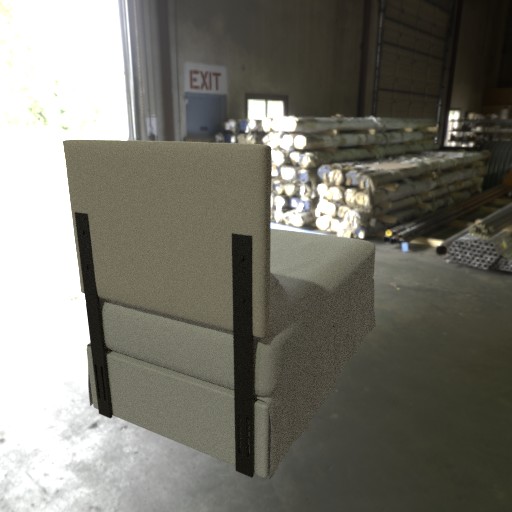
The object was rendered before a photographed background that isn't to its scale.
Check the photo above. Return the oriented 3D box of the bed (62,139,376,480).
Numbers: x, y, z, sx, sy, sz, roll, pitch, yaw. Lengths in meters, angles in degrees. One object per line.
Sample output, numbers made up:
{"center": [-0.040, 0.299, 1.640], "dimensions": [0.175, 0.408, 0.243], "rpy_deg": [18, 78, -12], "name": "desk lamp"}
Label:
{"center": [0.000, 0.000, 2.983], "dimensions": [1.261, 1.571, 1.997], "rpy_deg": [9, 19, 27], "name": "bed"}
